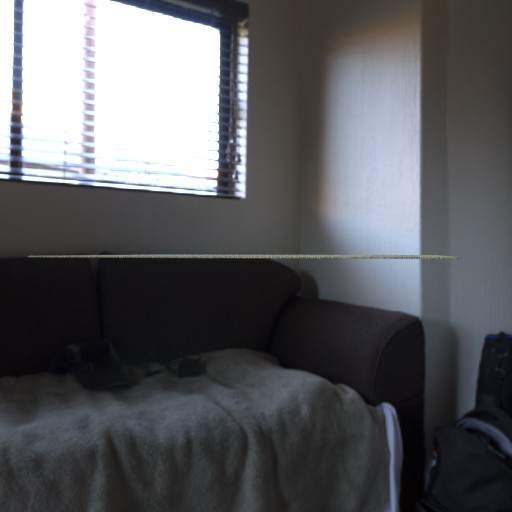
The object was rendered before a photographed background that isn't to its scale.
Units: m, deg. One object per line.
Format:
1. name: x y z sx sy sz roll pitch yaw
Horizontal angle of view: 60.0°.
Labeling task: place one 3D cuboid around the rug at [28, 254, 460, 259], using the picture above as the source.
1. rug: 0.000 0.000 2.216 1.747 0.006 1.143 0 1 18
